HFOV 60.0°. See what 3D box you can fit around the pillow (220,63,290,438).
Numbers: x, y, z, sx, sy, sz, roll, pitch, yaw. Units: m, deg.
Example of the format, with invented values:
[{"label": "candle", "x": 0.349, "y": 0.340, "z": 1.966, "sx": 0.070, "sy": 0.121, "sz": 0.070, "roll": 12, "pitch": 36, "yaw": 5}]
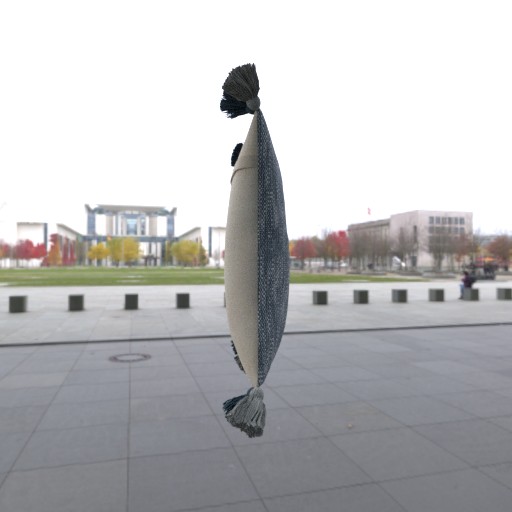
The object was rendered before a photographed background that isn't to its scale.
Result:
[{"label": "pillow", "x": 0.000, "y": 0.000, "z": 0.971, "sx": 0.138, "sy": 0.634, "sz": 0.614, "roll": 0, "pitch": -1, "yaw": -1}]
